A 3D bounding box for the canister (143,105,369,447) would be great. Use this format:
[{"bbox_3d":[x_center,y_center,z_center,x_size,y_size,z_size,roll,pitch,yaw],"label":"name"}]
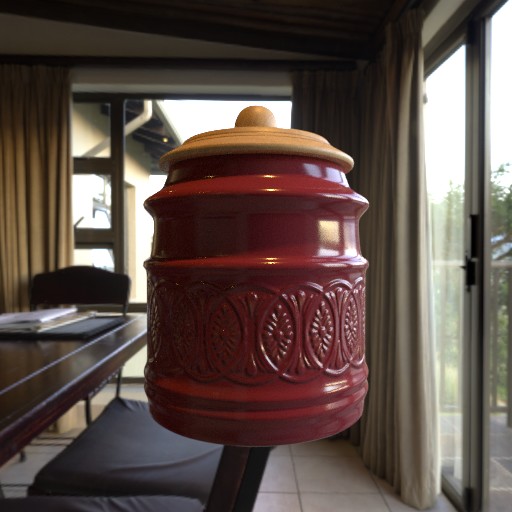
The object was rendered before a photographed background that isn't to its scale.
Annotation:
[{"bbox_3d":[0.000,0.000,0.263,0.130,0.176,0.130,0,1,0],"label":"canister"}]
